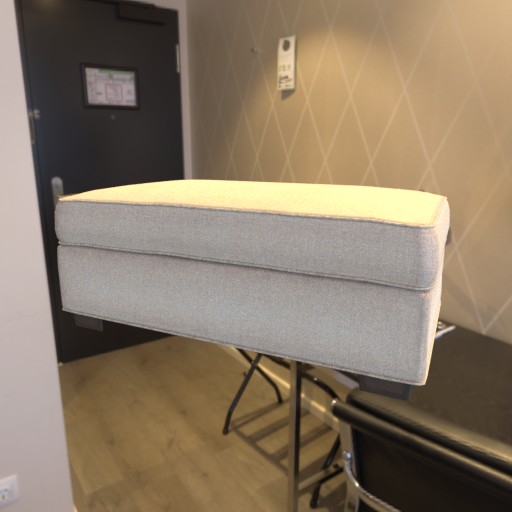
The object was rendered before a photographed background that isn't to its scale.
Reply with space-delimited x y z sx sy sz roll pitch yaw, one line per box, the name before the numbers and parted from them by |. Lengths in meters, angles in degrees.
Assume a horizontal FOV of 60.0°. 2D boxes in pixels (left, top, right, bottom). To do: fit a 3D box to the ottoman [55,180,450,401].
ottoman | 0.000 0.000 1.413 1.097 0.448 0.617 7 16 24
